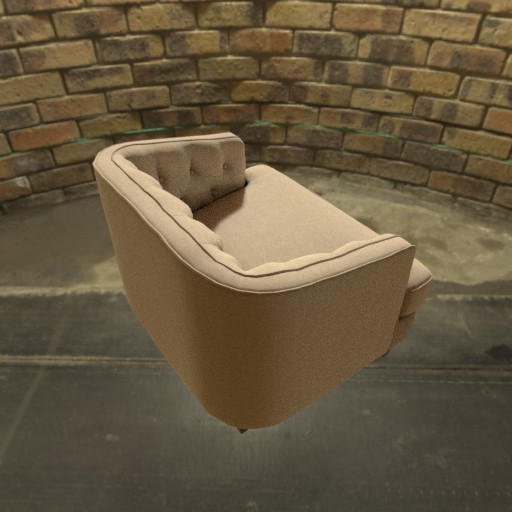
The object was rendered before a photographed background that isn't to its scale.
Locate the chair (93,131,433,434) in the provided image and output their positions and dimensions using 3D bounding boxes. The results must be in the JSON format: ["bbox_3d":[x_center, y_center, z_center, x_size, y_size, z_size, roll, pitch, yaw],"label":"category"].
[{"bbox_3d":[0.000,0.000,1.815,0.941,0.852,1.104,-26,47,-27],"label":"chair"}]
